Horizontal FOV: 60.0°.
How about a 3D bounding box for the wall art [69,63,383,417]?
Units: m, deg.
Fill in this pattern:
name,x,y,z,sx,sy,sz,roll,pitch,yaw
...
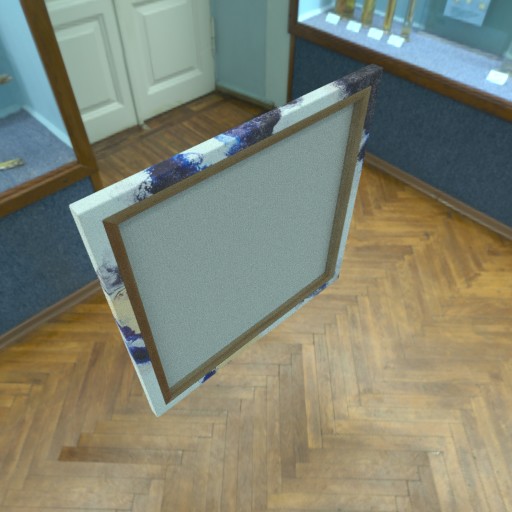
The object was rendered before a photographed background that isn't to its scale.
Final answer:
name,x,y,z,sx,sy,sz,roll,pitch,yaw
wall art,0.000,0.000,1.325,0.887,0.885,0.038,-33,55,-27
